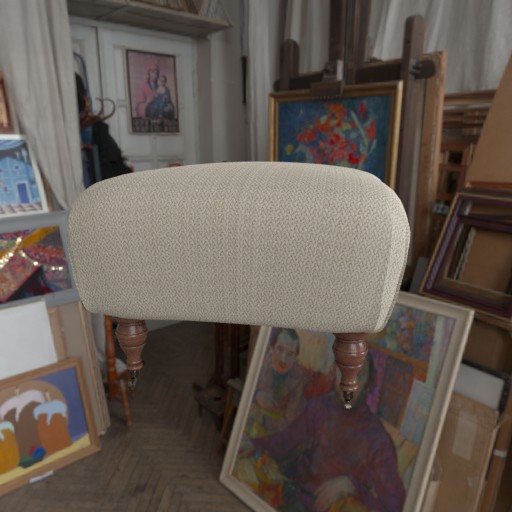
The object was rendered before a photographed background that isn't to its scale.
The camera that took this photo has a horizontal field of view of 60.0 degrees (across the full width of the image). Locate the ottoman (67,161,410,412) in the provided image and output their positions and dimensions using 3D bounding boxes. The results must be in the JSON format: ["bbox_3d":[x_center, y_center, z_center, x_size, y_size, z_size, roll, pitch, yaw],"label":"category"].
[{"bbox_3d":[0.000,0.000,1.077,0.622,0.447,0.684,3,14,10],"label":"ottoman"}]
